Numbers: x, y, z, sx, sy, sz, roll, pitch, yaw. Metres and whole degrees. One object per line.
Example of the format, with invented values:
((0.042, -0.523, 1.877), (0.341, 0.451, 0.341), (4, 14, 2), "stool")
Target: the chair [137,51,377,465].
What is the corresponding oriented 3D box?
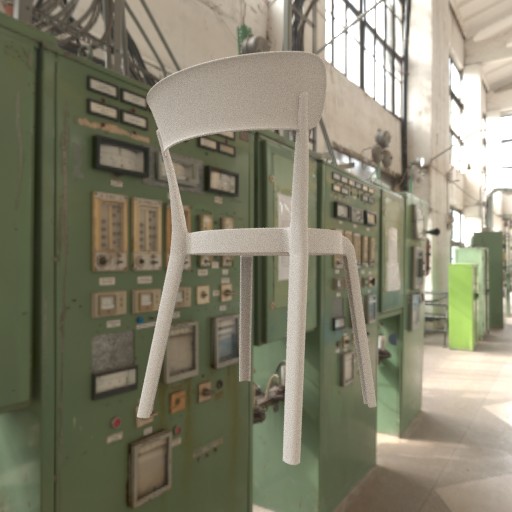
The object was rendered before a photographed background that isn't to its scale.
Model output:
((0.000, 0.000, 1.118), (0.506, 0.790, 0.491), (-1, -1, 36), "chair")
